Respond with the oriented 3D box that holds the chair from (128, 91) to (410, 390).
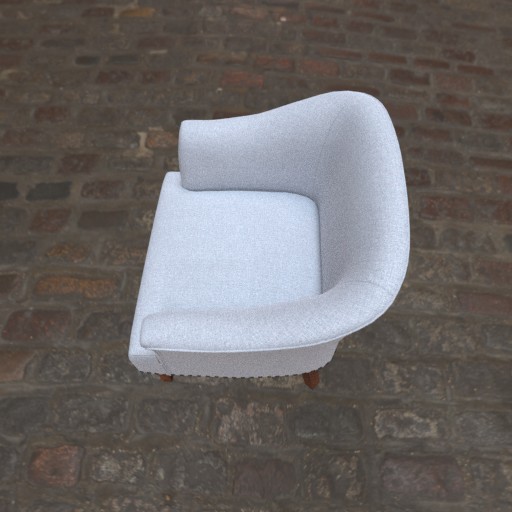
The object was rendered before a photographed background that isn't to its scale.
[{"bbox_3d":[0.000,0.000,1.399,0.704,0.815,0.798,2,58,1],"label":"chair"}]
